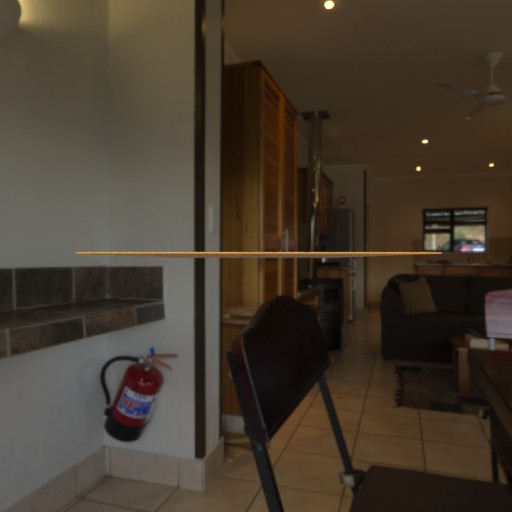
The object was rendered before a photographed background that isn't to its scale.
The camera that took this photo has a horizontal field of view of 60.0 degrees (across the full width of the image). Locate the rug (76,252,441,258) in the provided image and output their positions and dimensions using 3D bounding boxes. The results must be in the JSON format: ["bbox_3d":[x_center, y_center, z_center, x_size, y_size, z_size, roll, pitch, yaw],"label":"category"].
[{"bbox_3d":[0.000,0.000,3.016,1.525,0.007,2.336,0,-1,-1],"label":"rug"}]
